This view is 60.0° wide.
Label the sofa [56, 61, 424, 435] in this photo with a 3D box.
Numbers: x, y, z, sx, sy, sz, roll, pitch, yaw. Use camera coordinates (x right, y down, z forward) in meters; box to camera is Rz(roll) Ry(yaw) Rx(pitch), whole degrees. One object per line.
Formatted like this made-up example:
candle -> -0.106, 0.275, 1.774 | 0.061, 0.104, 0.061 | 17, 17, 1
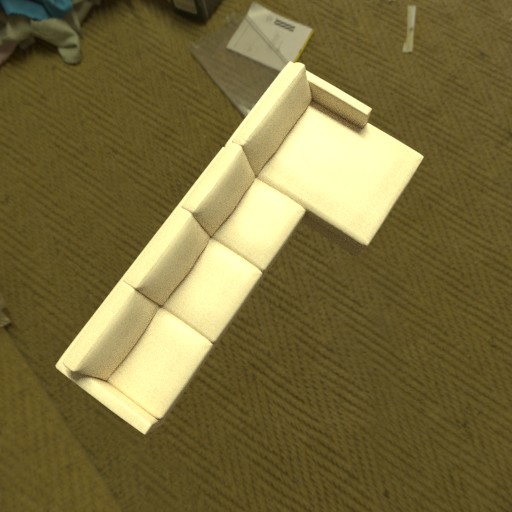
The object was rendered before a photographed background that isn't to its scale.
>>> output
sofa -> 0.000, 0.000, 4.047 | 1.603, 0.954, 3.471 | 34, 78, 8
